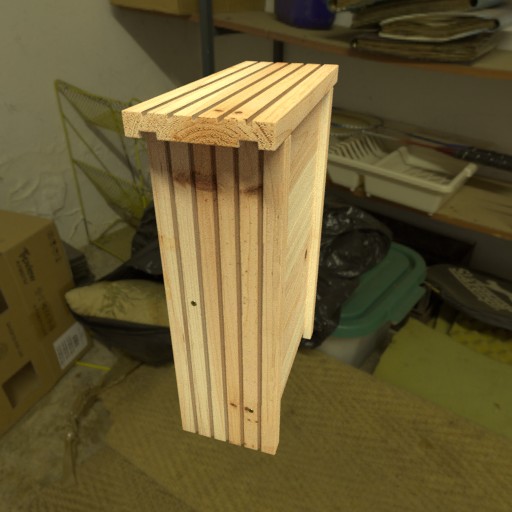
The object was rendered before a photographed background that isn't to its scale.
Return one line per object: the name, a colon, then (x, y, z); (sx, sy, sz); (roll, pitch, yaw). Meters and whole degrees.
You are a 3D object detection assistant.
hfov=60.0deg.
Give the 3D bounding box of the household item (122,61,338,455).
household item: (0.000, 0.000, 0.550); (0.123, 0.407, 0.301); (9, 32, 15)
